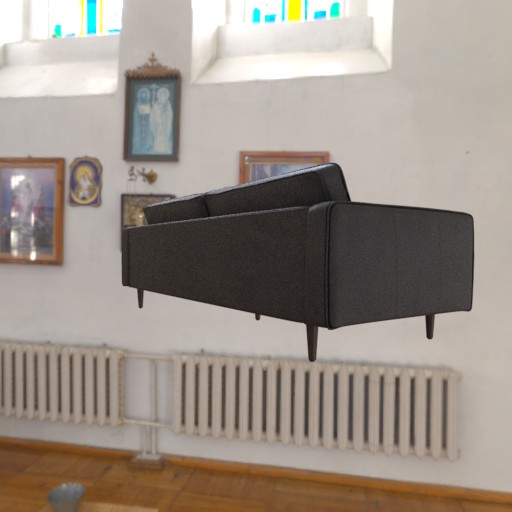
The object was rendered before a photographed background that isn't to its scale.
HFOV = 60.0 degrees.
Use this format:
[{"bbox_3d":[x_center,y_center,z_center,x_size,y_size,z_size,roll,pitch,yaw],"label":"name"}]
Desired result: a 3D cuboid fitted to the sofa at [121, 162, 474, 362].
[{"bbox_3d":[0.000,0.000,2.615,0.914,0.762,2.210,-1,1,-35],"label":"sofa"}]
